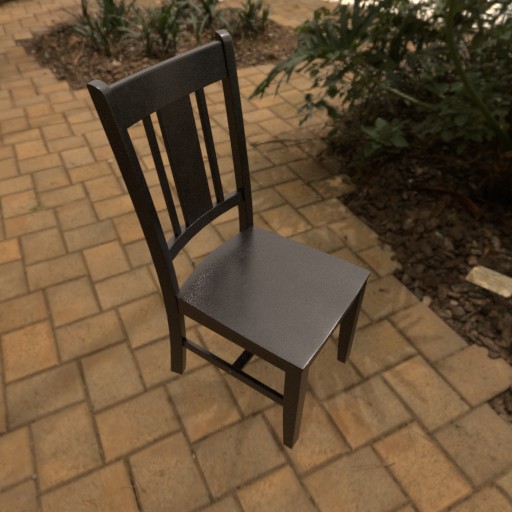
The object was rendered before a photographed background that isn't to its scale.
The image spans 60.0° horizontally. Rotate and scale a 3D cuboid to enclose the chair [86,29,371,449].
[{"bbox_3d":[0.000,0.000,1.242,0.555,0.998,0.450,24,47,25],"label":"chair"}]
